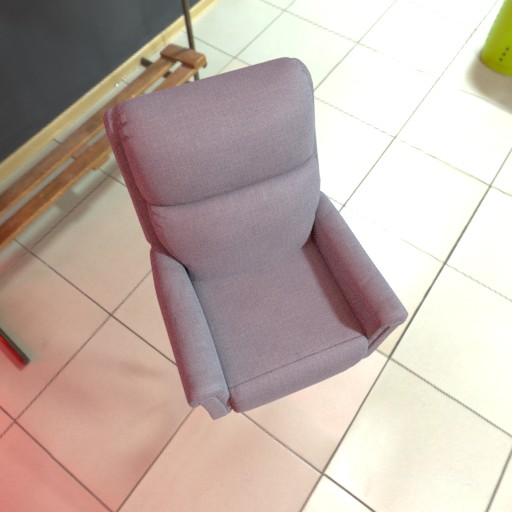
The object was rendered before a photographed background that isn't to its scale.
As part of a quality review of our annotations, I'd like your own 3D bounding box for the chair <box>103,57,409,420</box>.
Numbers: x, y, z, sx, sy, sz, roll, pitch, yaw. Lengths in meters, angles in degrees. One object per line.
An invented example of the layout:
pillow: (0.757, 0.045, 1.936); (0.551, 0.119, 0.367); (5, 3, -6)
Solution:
chair: (0.000, 0.000, 1.755); (0.838, 1.054, 1.014); (-19, 65, -10)
